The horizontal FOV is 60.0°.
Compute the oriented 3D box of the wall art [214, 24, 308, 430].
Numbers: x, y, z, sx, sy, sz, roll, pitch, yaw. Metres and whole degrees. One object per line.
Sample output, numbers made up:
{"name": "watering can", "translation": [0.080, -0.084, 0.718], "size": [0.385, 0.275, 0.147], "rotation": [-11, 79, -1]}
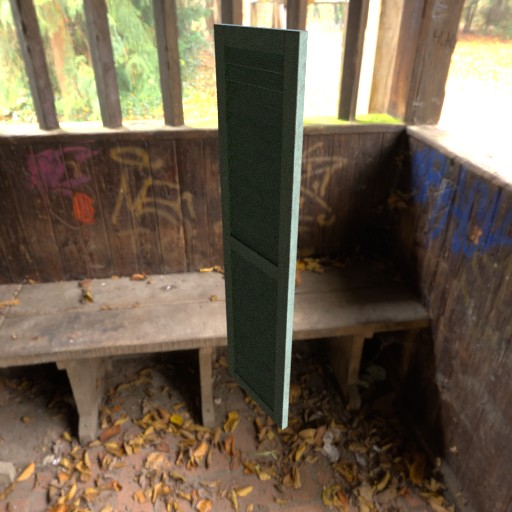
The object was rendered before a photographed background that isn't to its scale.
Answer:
{"name": "wall art", "translation": [0.000, 0.000, 1.326], "size": [0.025, 1.219, 0.329], "rotation": [-21, 36, -31]}
